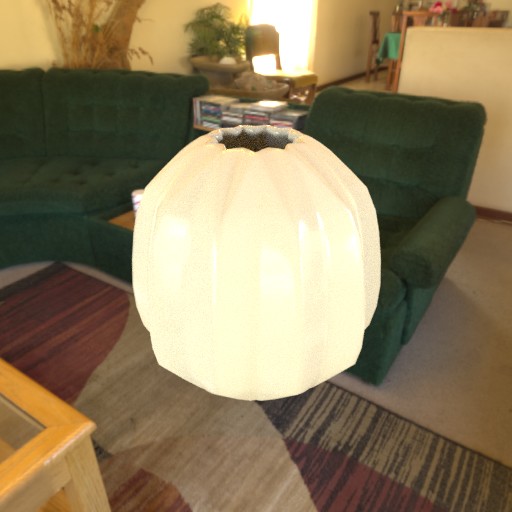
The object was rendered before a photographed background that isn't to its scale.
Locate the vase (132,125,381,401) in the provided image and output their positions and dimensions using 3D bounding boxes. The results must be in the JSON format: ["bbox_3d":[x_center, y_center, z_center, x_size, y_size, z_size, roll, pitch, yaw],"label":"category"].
[{"bbox_3d":[0.000,0.000,0.250,0.139,0.134,0.139,0,30,0],"label":"vase"}]
